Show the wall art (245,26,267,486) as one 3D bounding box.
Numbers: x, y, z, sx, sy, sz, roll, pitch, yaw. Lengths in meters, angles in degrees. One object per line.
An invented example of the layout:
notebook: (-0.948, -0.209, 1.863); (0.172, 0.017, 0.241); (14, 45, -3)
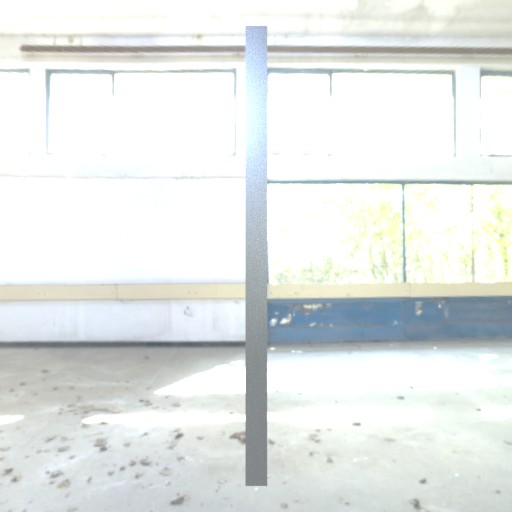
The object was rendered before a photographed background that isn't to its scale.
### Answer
wall art: (0.000, 0.000, 1.180); (0.038, 0.806, 0.806); (0, 0, 0)
